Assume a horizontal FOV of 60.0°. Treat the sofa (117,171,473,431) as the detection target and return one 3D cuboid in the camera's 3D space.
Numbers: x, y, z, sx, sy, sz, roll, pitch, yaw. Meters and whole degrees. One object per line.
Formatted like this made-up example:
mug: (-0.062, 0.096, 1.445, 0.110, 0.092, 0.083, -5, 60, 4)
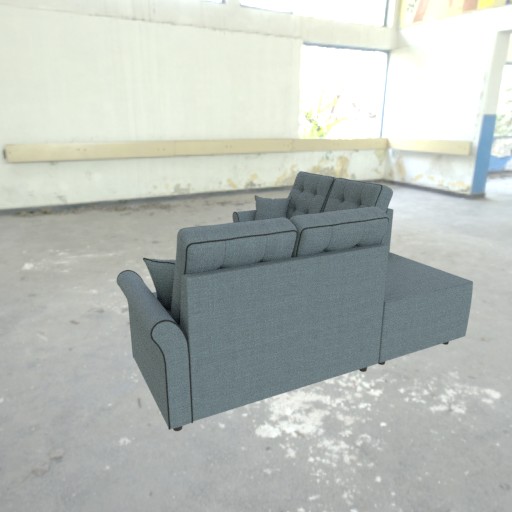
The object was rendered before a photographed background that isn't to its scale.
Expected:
sofa: (0.000, 0.000, 3.229, 2.070, 0.988, 2.068, -9, 19, -26)
